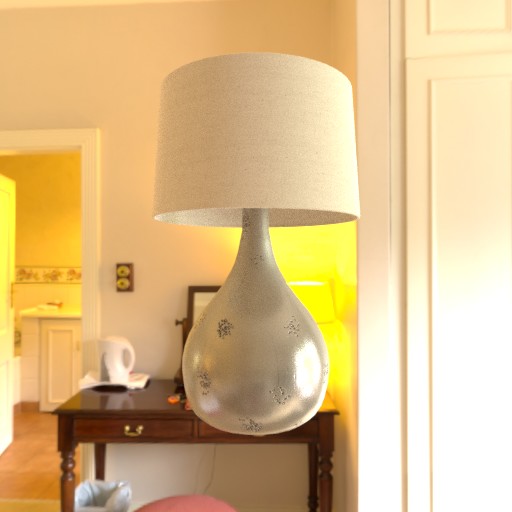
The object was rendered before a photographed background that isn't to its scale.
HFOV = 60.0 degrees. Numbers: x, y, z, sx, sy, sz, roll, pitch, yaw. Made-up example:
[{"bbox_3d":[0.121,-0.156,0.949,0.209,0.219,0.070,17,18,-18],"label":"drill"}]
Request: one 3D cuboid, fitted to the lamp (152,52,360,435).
[{"bbox_3d":[0.000,0.000,0.720,0.330,0.521,0.330,0,-1,0],"label":"lamp"}]
